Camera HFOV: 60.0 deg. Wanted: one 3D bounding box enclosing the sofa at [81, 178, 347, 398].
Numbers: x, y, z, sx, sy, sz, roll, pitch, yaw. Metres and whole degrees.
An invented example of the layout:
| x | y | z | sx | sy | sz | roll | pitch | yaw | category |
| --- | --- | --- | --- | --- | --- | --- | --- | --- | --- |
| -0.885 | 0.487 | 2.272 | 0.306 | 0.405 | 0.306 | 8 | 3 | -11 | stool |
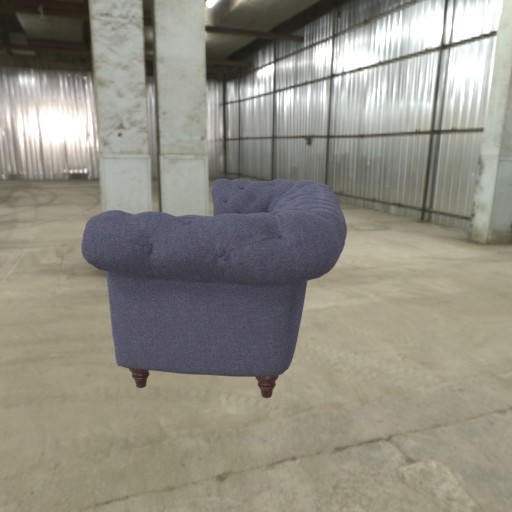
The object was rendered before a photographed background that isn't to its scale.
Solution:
| x | y | z | sx | sy | sz | roll | pitch | yaw | category |
| --- | --- | --- | --- | --- | --- | --- | --- | --- | --- |
| 0.000 | 0.000 | 2.784 | 1.046 | 0.836 | 2.335 | 2 | 14 | 8 | sofa |
